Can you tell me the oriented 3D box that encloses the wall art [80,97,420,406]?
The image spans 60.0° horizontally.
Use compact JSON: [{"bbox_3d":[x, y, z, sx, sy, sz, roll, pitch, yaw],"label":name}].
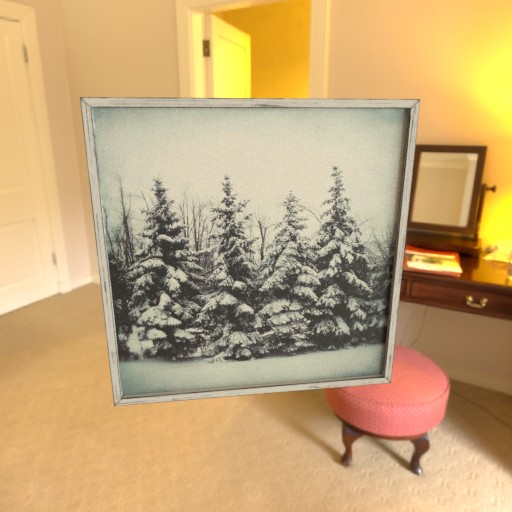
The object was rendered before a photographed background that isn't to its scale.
[{"bbox_3d":[0.000,0.000,0.454,0.303,0.303,0.036,-2,17,-8],"label":"wall art"}]
